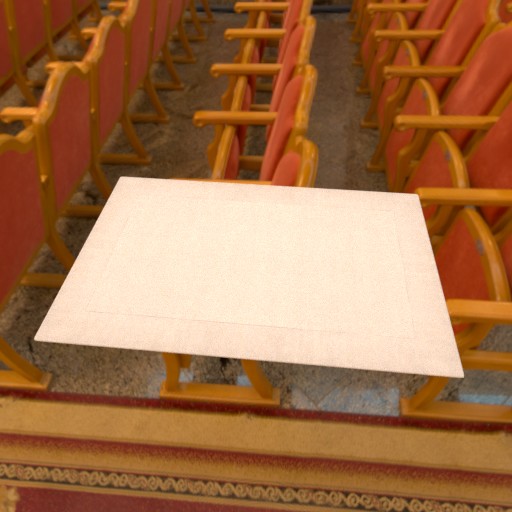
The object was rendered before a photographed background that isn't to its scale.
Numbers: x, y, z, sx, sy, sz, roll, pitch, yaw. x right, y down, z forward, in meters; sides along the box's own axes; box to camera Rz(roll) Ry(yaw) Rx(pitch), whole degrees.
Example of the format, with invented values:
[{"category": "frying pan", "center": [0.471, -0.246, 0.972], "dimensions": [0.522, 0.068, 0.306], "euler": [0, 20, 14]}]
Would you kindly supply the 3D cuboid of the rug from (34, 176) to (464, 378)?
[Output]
[{"category": "rug", "center": [0.000, 0.000, 2.293], "dimensions": [1.829, 0.013, 1.219], "euler": [4, 46, 4]}]
